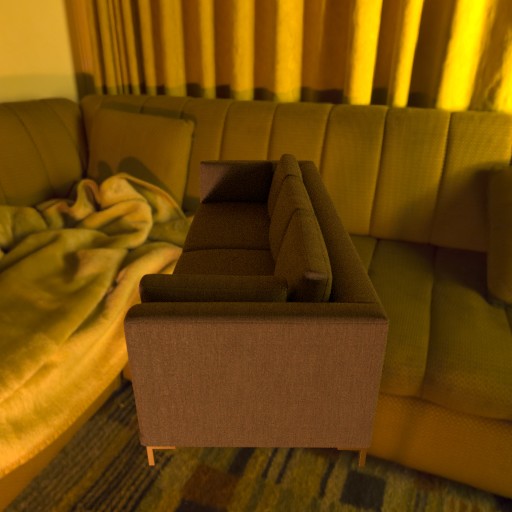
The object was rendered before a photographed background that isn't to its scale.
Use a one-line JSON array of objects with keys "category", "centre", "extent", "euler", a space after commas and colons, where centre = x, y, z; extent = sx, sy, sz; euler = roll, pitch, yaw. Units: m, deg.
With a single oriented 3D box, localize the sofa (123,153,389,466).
[{"category": "sofa", "centre": [0.000, 0.000, 2.795], "extent": [0.969, 0.867, 2.415], "euler": [0, 25, 0]}]
